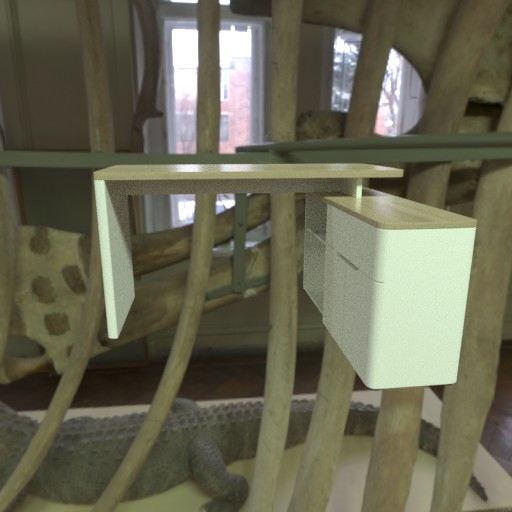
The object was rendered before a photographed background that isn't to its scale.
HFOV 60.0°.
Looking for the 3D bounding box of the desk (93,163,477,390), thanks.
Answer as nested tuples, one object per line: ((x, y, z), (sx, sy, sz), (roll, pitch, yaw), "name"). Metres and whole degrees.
((0.000, 0.000, 2.048), (1.400, 0.770, 1.175), (-2, 15, -7), "desk")
